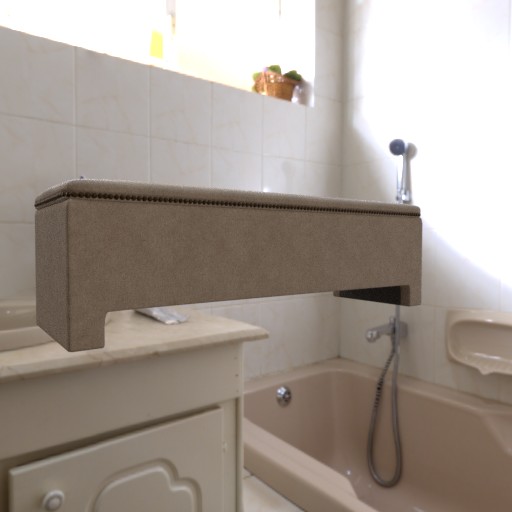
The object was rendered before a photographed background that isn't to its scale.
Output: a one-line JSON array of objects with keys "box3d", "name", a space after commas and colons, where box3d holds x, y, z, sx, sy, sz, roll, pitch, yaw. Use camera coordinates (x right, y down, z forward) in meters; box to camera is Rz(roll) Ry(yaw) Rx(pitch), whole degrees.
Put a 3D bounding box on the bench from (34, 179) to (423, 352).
[{"box3d": [0.000, 0.000, 1.702, 1.482, 0.447, 0.470, -1, 2, -35], "name": "bench"}]
